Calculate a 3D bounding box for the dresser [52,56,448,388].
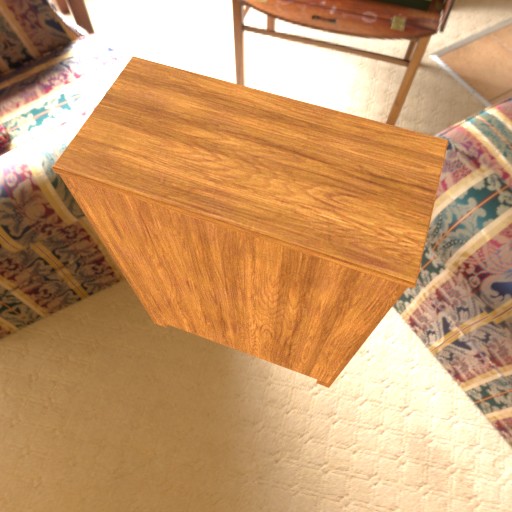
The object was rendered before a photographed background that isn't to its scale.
[{"bbox_3d":[0.000,0.000,1.971,1.081,1.431,0.558,18,65,9],"label":"dresser"}]
